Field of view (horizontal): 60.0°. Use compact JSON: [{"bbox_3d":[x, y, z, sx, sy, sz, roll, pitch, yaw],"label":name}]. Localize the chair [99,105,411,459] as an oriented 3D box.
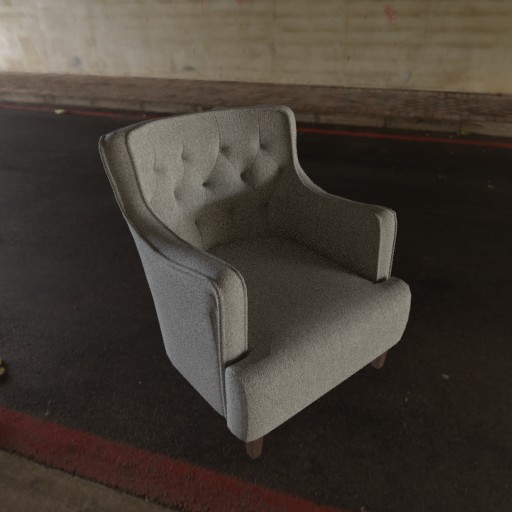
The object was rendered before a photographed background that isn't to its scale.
[{"bbox_3d":[0.000,0.000,1.614,0.820,0.920,0.910,-22,36,-34],"label":"chair"}]
